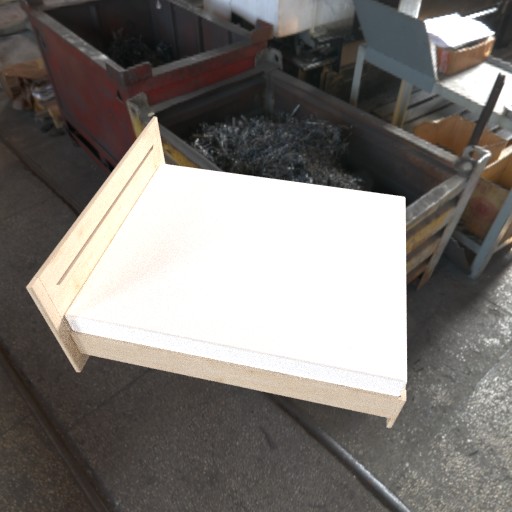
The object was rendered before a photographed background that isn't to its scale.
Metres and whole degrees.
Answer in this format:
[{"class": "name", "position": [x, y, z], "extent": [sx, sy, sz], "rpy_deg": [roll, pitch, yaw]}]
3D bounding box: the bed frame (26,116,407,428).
[{"class": "bed frame", "position": [0.000, 0.000, 3.106], "extent": [2.080, 0.900, 1.800], "rpy_deg": [9, 47, 9]}]
